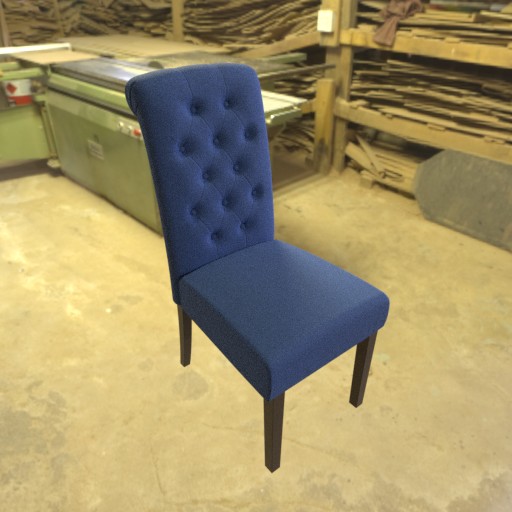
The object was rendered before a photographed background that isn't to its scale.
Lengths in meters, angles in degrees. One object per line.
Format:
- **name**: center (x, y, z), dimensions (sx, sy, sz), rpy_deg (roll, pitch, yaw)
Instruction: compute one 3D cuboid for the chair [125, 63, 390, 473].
- **chair**: center (0.000, 0.000, 1.334), dimensions (0.456, 1.006, 0.671), rpy_deg (-23, 38, -32)
